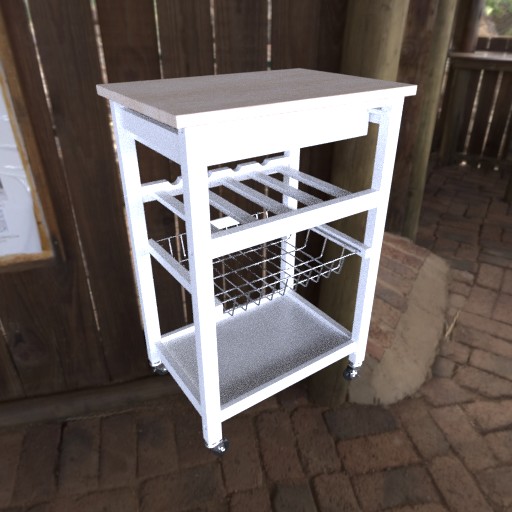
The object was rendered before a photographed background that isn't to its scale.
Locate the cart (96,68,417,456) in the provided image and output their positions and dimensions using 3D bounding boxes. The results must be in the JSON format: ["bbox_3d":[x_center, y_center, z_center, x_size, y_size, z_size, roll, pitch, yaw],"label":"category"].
[{"bbox_3d":[0.000,0.000,1.179,0.578,0.857,0.406,-18,34,-30],"label":"cart"}]
